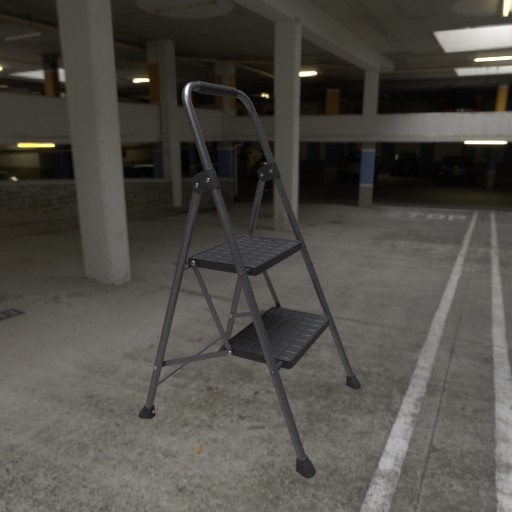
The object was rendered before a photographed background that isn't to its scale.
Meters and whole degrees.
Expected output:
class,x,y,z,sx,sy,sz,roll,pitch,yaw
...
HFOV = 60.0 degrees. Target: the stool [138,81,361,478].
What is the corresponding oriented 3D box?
class,x,y,z,sx,sy,sz,roll,pitch,yaw
stool,0.000,0.000,1.187,0.514,0.872,0.450,8,17,26
